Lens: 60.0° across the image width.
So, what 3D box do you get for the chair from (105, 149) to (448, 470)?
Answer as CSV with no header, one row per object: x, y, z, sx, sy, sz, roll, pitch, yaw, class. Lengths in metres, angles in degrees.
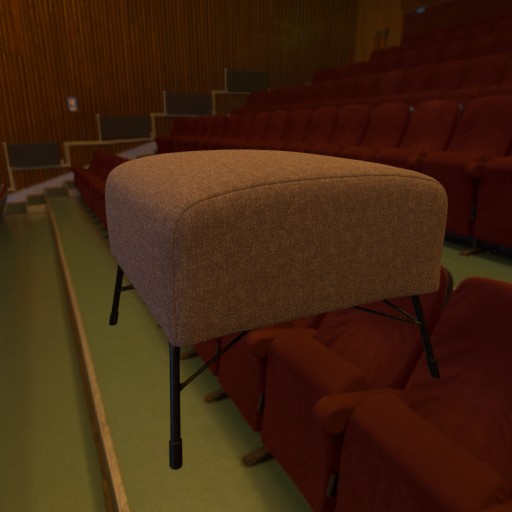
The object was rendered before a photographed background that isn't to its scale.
0.000,0.000,0.897,0.530,0.410,0.530,-8,19,-26,chair
